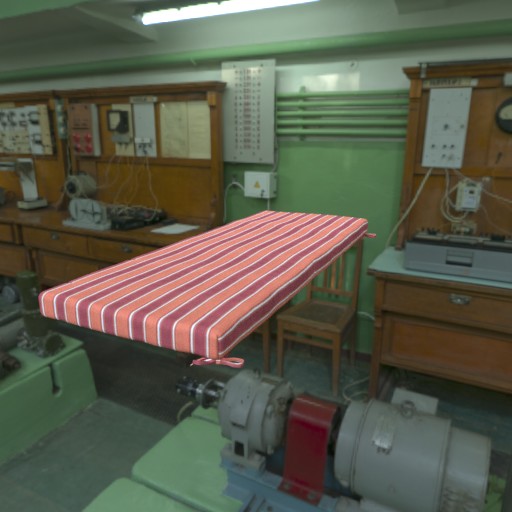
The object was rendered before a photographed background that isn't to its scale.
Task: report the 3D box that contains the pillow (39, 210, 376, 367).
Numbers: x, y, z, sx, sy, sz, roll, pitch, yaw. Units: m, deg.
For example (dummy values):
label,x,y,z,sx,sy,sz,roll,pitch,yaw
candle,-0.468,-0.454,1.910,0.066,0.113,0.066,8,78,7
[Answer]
label,x,y,z,sx,sy,sz,roll,pitch,yaw
pillow,0.000,0.000,1.342,0.492,0.081,1.187,8,17,25
